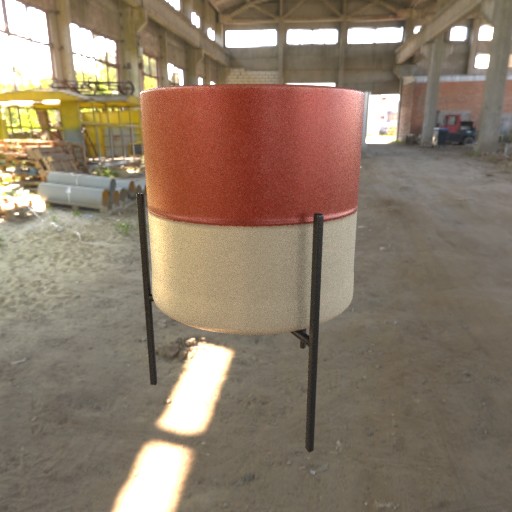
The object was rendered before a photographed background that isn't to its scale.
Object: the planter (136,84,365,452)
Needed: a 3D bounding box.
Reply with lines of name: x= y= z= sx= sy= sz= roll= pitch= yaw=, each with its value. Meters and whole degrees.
planter: x=0.000 y=0.000 z=0.512 sx=0.235 sy=0.354 sz=0.251 roll=-8 pitch=18 yaw=-25
